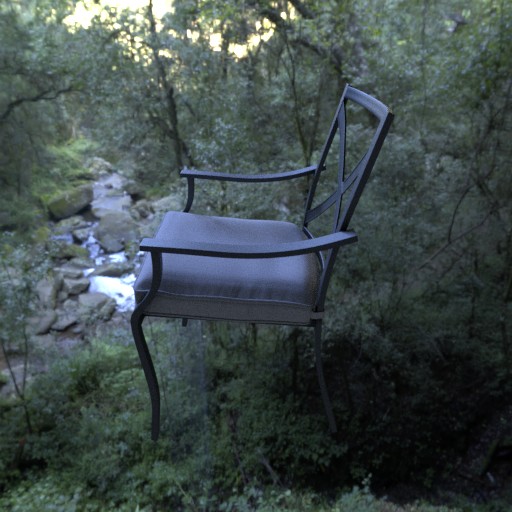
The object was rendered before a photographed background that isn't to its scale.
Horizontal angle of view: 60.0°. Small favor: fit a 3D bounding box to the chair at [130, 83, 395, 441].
[{"bbox_3d":[0.000,0.000,1.288,0.620,0.889,0.575,0,27,1],"label":"chair"}]
